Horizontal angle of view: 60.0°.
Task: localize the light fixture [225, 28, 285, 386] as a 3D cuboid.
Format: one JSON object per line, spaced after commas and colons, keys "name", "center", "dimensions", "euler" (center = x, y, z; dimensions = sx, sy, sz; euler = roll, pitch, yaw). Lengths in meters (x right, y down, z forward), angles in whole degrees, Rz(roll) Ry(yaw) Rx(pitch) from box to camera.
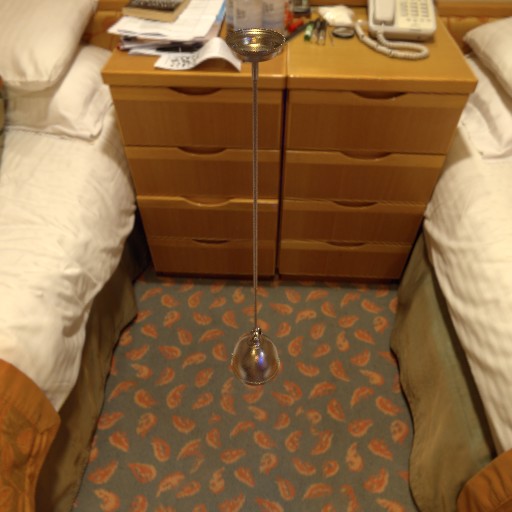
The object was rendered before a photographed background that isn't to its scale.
{"name": "light fixture", "center": [0.000, 0.000, 1.460], "dimensions": [0.217, 1.367, 0.211], "euler": [-34, 55, -28]}
